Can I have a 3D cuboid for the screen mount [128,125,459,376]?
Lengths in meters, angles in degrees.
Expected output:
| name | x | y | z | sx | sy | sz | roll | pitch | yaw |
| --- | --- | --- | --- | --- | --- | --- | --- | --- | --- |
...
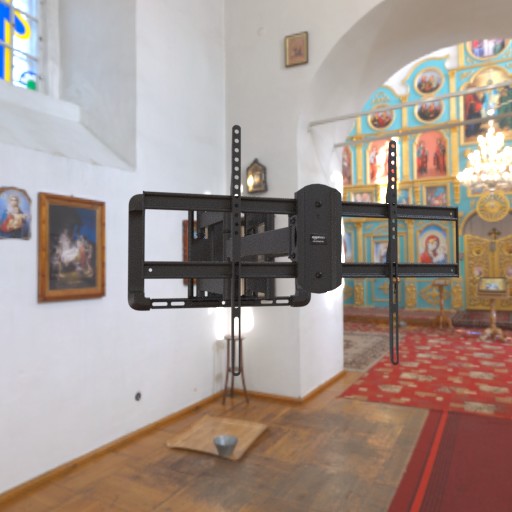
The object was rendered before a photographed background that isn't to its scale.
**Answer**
| name | x | y | z | sx | sy | sz | roll | pitch | yaw |
| --- | --- | --- | --- | --- | --- | --- | --- | --- | --- |
| screen mount | 0.000 | 0.000 | 1.319 | 0.725 | 0.483 | 0.905 | 1 | -2 | -17 |
